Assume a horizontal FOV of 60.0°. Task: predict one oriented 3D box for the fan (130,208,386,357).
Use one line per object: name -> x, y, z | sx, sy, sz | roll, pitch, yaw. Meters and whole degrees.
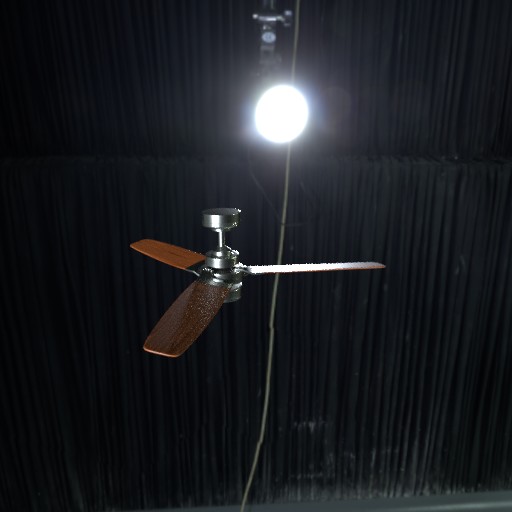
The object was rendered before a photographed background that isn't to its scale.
fan -> 0.000, 0.000, 2.034 | 1.271, 0.410, 1.416 | -3, 17, -9
